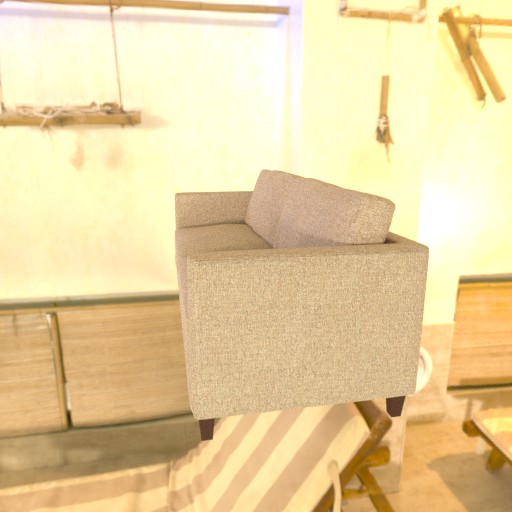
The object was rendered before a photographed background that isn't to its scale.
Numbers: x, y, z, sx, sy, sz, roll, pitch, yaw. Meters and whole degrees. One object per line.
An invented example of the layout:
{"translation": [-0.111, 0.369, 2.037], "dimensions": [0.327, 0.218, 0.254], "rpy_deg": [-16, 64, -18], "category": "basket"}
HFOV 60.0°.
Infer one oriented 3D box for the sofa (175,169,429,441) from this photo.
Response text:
{"translation": [0.000, 0.000, 2.695], "dimensions": [0.951, 0.965, 2.208], "rpy_deg": [-3, 14, -11], "category": "sofa"}
